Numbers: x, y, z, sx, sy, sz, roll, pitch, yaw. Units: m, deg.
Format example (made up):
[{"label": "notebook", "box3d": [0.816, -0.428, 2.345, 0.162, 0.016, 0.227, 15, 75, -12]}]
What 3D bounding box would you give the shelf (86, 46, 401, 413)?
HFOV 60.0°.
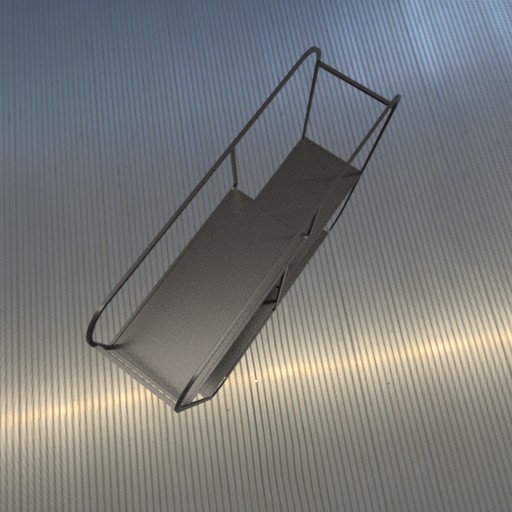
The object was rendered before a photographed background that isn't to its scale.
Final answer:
[{"label": "shelf", "box3d": [0.000, 0.000, 0.915, 0.160, 0.600, 0.600, 34, 77, 9]}]
